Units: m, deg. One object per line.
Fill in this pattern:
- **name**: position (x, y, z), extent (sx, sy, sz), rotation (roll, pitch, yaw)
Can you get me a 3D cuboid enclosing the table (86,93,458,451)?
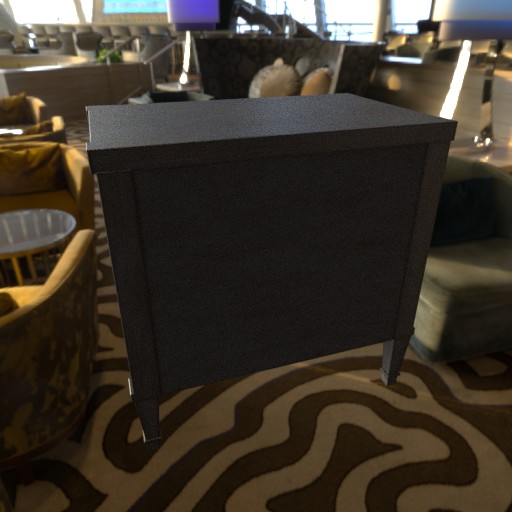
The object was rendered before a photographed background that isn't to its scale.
- **table**: position (0.000, 0.000, 1.060), extent (0.660, 0.660, 0.413), rotation (-9, 29, -17)
